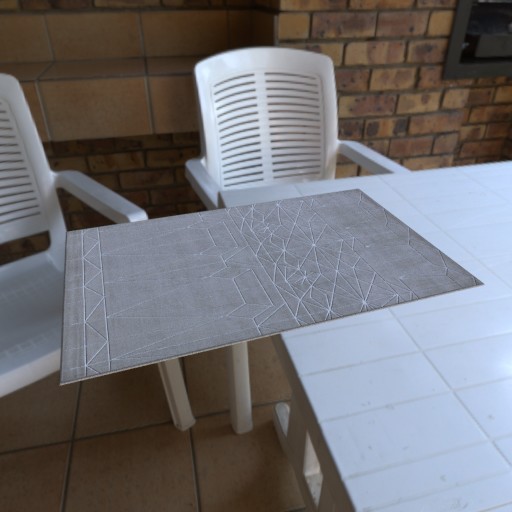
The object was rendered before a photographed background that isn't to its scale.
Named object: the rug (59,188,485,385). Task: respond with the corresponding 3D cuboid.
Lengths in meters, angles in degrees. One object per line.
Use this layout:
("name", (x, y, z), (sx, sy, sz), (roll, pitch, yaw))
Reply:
("rug", (0.000, 0.000, 2.988), (2.438, 0.012, 1.524), (-10, 34, -16))
